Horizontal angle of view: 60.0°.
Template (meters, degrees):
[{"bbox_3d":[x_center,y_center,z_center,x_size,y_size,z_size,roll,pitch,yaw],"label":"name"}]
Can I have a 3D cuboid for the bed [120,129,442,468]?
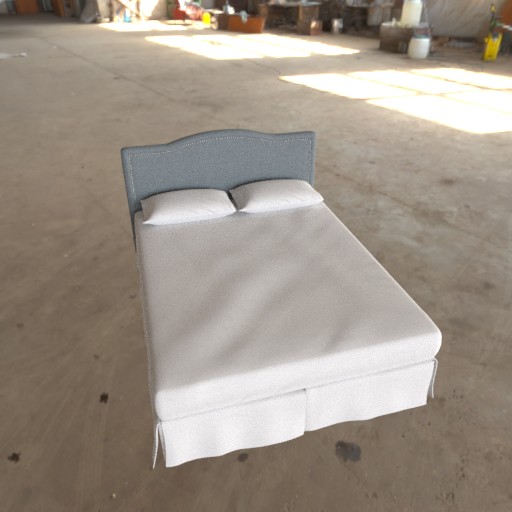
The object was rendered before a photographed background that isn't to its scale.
[{"bbox_3d":[0.000,0.000,3.878,2.161,1.457,2.689,-9,34,-13],"label":"bed"}]
